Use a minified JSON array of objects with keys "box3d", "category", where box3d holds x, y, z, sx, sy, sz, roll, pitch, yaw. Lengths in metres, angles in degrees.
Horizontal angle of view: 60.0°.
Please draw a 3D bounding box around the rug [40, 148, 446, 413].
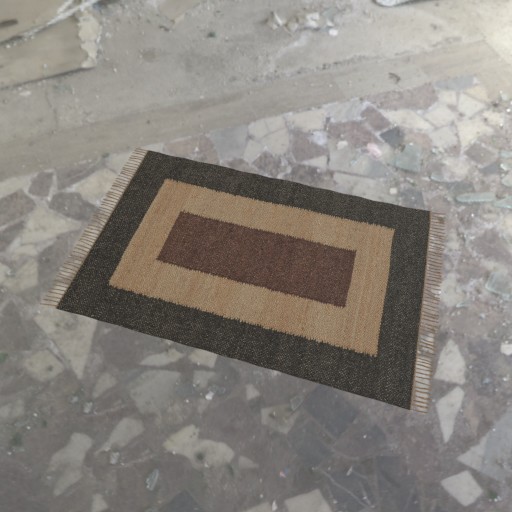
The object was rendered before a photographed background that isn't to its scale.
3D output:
[{"box3d":[0.000,0.000,1.885,1.541,0.013,0.920,14,59,9],"category":"rug"}]
